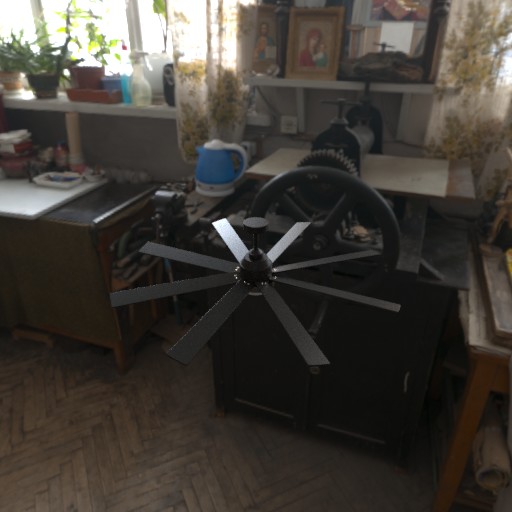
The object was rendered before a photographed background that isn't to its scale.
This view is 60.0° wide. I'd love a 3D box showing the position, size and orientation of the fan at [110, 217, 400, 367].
[{"bbox_3d":[0.000,0.000,2.837,1.830,0.472,1.830,-10,30,-17],"label":"fan"}]
